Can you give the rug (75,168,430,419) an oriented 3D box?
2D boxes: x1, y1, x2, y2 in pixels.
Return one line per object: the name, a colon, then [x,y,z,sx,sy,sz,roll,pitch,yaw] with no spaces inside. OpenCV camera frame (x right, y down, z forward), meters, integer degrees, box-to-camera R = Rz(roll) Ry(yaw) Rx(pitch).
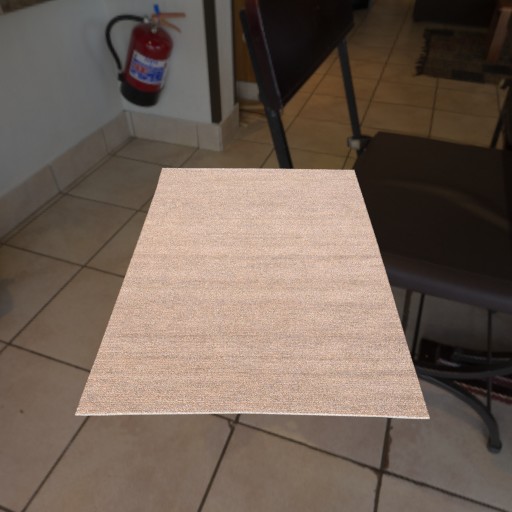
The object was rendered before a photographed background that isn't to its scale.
rug: [0.000,0.000,2.876,1.624,0.030,2.264,1,41,1]
